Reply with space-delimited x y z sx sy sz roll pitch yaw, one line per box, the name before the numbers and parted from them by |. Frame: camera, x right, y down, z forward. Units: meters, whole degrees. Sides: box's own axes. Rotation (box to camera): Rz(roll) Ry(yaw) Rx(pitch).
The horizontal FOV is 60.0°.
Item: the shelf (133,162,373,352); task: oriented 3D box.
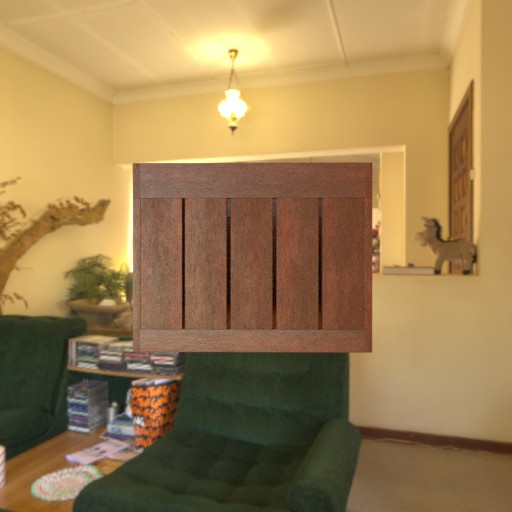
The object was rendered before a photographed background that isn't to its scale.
shelf | 0.000 0.000 1.259 0.393 0.311 1.064 0 0 1
